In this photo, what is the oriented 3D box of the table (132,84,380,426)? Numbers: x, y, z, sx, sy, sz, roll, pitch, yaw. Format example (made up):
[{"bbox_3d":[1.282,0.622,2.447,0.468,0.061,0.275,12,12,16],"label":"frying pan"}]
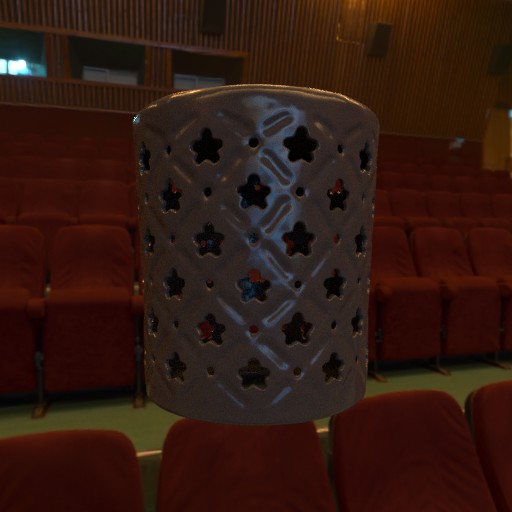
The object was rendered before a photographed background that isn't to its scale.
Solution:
[{"bbox_3d":[0.000,0.000,0.656,0.352,0.387,0.352,0,1,0],"label":"table"}]
